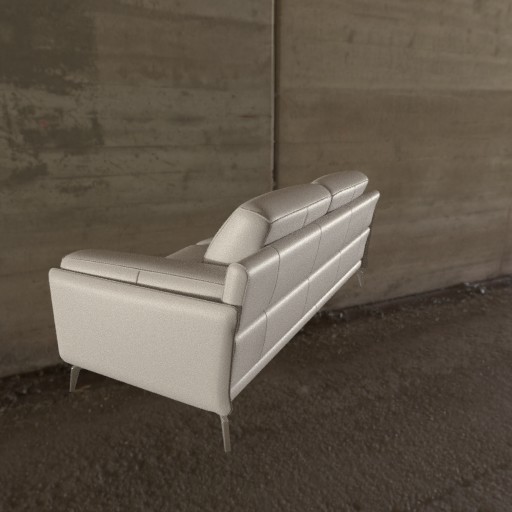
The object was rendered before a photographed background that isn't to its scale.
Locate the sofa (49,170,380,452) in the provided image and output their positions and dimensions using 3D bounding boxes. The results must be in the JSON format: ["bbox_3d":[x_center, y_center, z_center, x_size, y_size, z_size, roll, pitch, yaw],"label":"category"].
[{"bbox_3d":[0.000,0.000,2.585,1.049,0.930,2.101,8,18,26],"label":"sofa"}]
